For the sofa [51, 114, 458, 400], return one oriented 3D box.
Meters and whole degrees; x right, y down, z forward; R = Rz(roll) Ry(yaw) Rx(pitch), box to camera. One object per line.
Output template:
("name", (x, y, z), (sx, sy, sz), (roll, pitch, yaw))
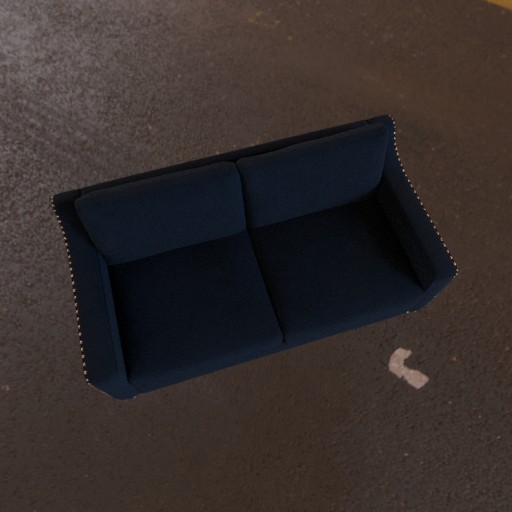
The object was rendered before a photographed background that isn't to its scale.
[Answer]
("sofa", (0.000, 0.000, 2.711), (2.107, 0.983, 1.104), (-15, 65, -7))
